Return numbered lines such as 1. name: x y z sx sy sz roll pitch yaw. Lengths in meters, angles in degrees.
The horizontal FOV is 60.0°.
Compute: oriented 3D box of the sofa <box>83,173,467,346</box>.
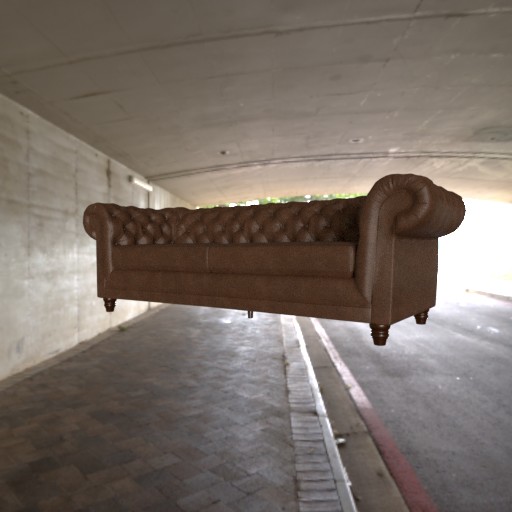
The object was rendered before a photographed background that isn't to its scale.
1. sofa: 0.000 0.000 2.849 2.385 0.783 0.944 0 1 35
